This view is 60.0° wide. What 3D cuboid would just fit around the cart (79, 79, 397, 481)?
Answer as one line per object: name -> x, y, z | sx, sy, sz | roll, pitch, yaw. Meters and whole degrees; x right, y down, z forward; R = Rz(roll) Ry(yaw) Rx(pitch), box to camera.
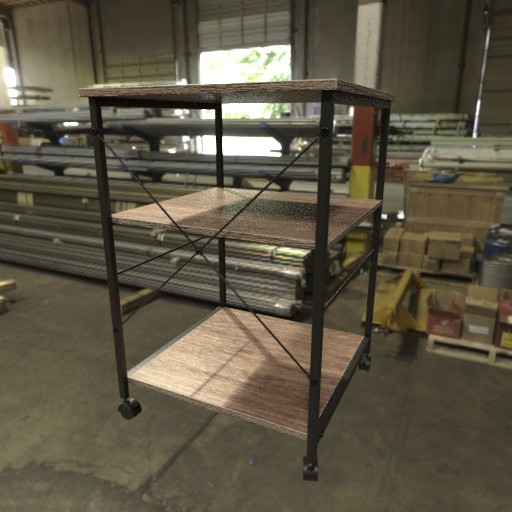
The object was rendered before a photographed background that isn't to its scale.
cart -> 0.000, 0.000, 1.096 | 0.521, 0.762, 0.520 | 8, 19, 25
